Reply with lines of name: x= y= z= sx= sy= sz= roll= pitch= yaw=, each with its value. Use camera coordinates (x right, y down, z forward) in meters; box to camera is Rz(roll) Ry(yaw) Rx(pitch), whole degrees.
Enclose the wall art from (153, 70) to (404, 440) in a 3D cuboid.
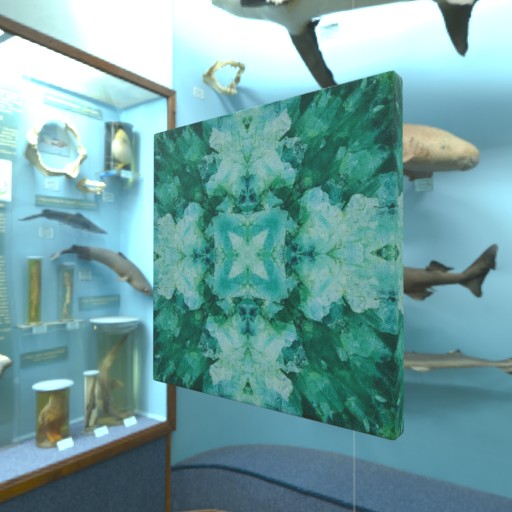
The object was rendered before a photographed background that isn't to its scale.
wall art: x=0.000 y=0.000 z=0.773 sx=0.507 sy=0.508 sz=0.038 roll=0 pitch=-1 yaw=37
